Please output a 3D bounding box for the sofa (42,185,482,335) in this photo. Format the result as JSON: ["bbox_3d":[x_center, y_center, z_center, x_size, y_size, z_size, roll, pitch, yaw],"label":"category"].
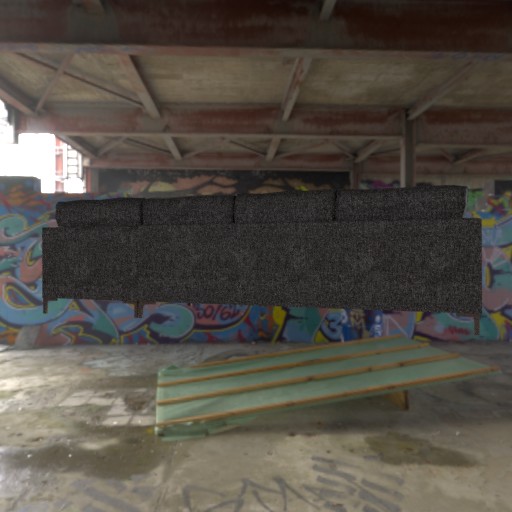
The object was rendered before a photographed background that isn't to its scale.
[{"bbox_3d":[0.000,0.000,3.942,3.384,0.970,1.488,0,0,17],"label":"sofa"}]
